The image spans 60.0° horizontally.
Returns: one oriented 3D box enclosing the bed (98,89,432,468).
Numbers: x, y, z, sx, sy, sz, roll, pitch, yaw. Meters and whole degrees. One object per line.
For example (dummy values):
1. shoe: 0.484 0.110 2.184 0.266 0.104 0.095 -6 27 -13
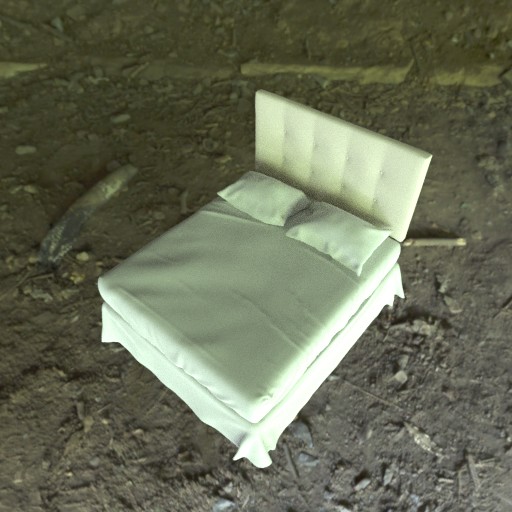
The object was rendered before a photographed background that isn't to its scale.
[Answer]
1. bed: 0.000 0.000 3.569 1.936 1.577 2.222 31 53 27
